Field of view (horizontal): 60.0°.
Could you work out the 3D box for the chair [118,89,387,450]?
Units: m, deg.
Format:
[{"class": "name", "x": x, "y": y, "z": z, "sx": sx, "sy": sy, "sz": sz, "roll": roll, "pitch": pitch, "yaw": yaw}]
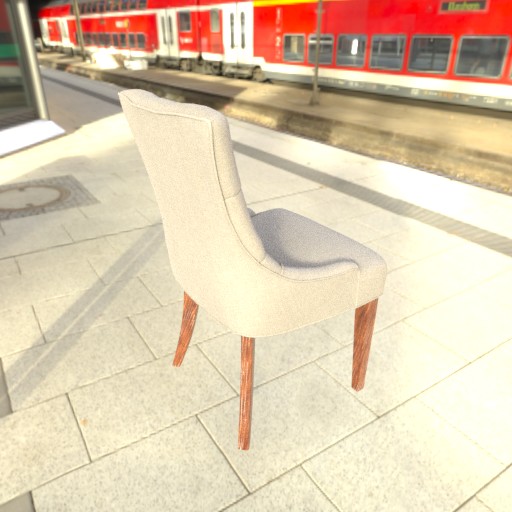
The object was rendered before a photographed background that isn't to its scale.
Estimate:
[{"class": "chair", "x": 0.000, "y": 0.000, "z": 1.231, "sx": 0.565, "sy": 0.874, "sz": 0.509, "roll": -18, "pitch": 32, "yaw": -31}]
